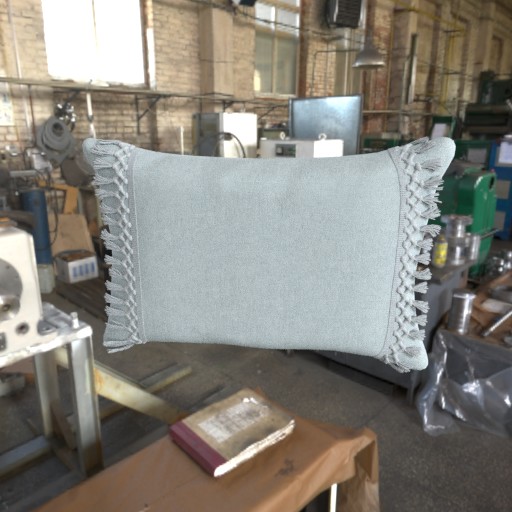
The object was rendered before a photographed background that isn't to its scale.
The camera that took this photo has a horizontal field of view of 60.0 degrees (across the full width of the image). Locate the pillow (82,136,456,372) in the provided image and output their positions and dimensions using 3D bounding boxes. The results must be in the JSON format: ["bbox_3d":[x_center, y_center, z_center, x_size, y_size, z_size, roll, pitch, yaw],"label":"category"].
[{"bbox_3d":[0.000,0.000,0.585,0.466,0.305,0.084,3,16,9],"label":"pillow"}]
